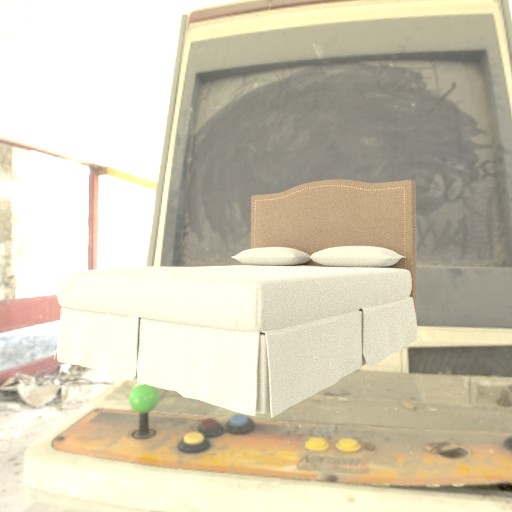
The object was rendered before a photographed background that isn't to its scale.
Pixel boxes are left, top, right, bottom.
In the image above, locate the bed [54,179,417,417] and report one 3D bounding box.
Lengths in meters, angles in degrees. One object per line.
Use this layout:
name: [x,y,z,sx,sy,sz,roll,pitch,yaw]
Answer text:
bed: [0.000,0.000,3.360,1.821,1.436,2.282,0,0,37]
